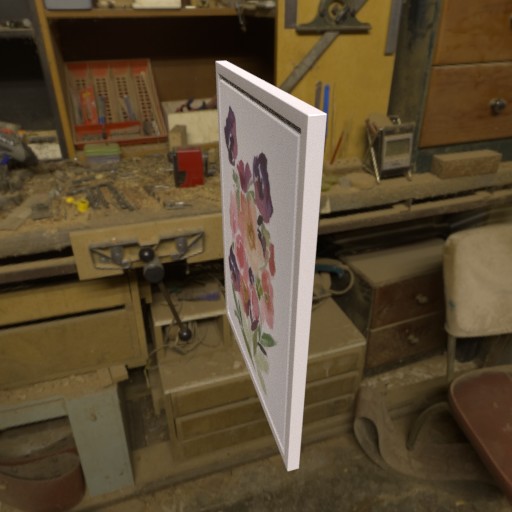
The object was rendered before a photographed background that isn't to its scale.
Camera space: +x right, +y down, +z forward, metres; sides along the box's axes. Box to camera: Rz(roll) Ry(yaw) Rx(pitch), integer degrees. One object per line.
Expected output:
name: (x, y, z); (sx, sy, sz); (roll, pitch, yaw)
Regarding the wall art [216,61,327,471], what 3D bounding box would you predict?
wall art: (0.000, 0.000, 1.413); (0.042, 1.056, 0.805); (-9, 32, -14)
